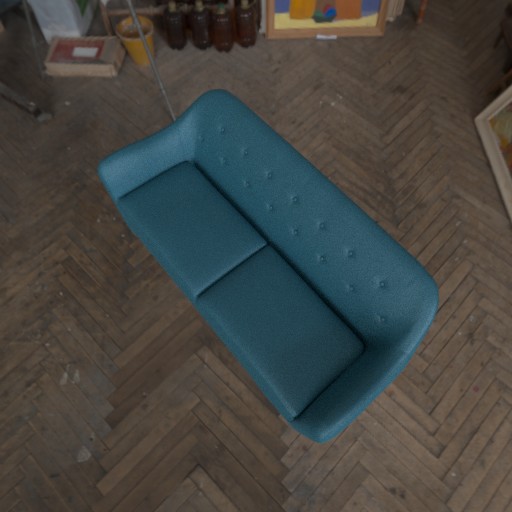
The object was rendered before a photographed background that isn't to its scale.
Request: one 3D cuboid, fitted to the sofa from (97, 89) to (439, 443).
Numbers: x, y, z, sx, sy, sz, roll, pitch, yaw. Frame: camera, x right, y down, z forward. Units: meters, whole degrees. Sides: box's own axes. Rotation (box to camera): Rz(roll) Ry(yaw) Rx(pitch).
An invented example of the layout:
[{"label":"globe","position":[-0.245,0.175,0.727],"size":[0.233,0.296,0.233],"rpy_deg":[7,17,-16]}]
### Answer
[{"label":"sofa","position":[0.000,0.000,2.385],"size":[0.820,0.836,1.840],"rpy_deg":[-36,69,-17]}]
